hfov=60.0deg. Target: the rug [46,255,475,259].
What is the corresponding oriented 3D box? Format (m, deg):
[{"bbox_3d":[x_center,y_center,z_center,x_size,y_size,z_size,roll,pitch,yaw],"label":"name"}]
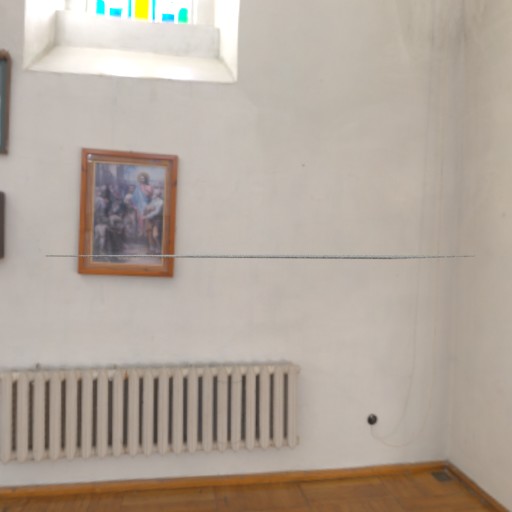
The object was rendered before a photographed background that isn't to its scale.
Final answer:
[{"bbox_3d":[0.000,0.000,2.832,2.283,0.006,1.521,0,0,36],"label":"rug"}]
